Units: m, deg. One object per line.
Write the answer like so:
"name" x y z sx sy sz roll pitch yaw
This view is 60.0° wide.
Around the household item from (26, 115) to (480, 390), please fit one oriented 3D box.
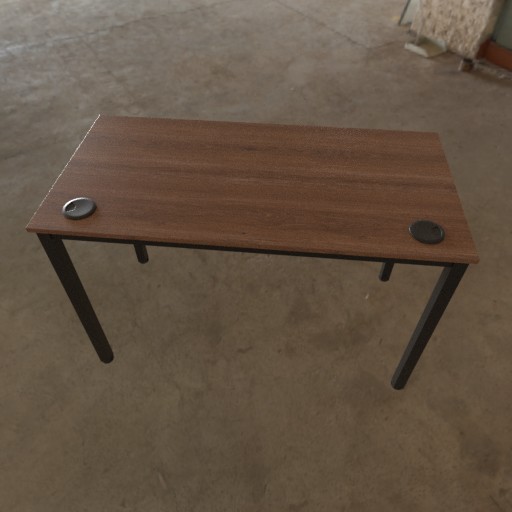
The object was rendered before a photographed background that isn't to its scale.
"household item" 0.000 0.000 1.637 1.200 0.750 0.600 4 47 4
